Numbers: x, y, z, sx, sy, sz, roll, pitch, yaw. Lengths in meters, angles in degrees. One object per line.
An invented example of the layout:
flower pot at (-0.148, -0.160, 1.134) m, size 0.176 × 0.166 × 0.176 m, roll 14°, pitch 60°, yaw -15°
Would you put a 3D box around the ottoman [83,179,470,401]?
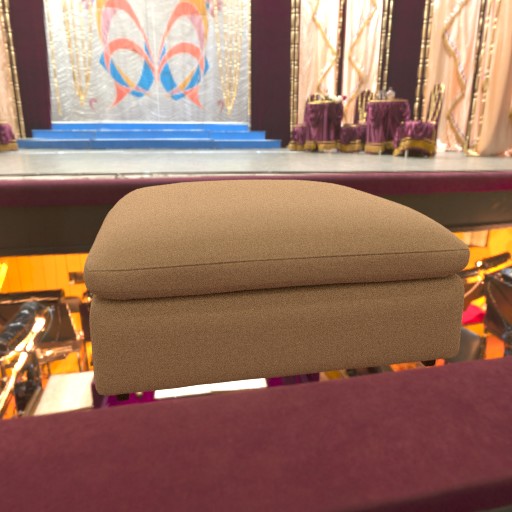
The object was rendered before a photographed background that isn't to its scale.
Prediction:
ottoman at (0.000, 0.000, 1.513) m, size 0.977 × 0.467 × 0.996 m, roll -3°, pitch 17°, yaw -11°
